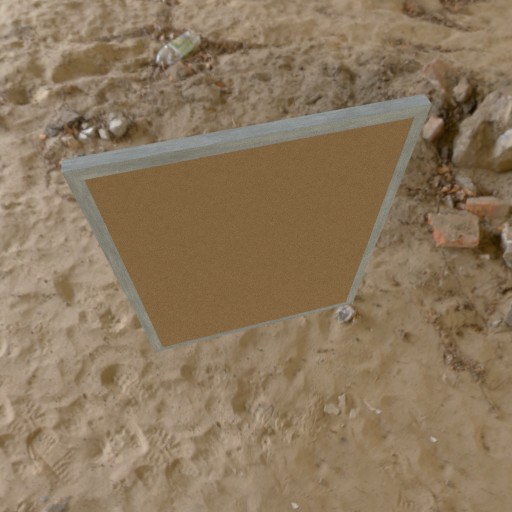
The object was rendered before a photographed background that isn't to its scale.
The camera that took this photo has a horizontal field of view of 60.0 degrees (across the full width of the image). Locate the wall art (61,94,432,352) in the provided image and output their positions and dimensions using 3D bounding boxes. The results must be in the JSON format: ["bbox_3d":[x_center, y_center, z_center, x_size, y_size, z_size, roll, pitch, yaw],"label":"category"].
[{"bbox_3d":[0.000,0.000,0.805,0.479,0.582,0.022,-13,58,-8],"label":"wall art"}]
